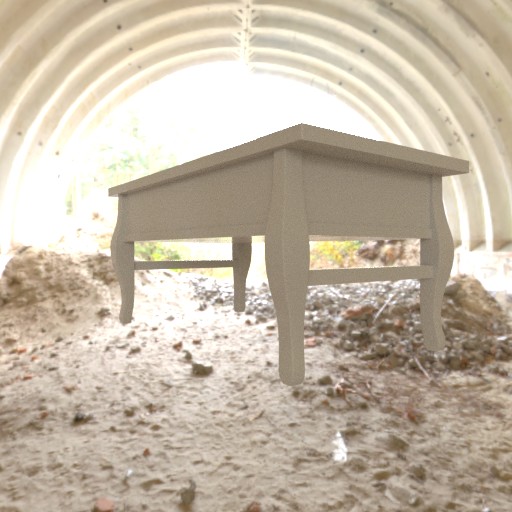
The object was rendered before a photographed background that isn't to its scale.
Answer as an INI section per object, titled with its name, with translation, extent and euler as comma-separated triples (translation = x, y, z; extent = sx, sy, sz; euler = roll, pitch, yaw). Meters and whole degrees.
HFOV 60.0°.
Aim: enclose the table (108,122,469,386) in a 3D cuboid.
[table]
translation = 0.000, 0.000, 1.399
extent = 0.600, 0.495, 1.062
euler = -1, 1, -37
